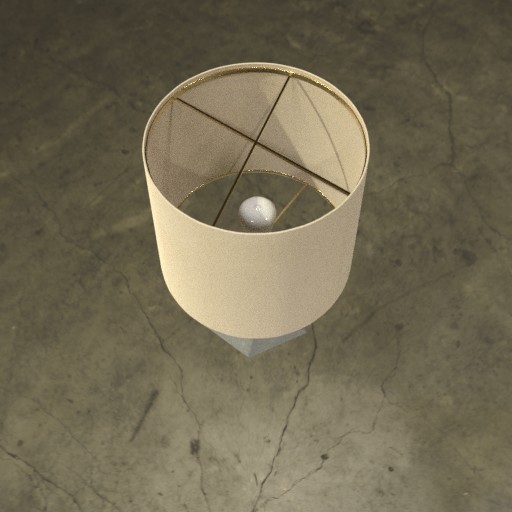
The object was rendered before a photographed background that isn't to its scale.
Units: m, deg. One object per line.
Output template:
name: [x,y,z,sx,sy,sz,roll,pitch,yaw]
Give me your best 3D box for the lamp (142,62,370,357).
lamp: [0.000,0.000,0.668,0.276,0.501,0.276,0,62,0]
